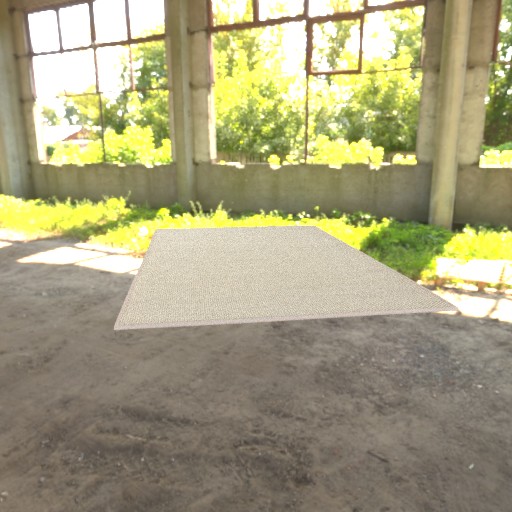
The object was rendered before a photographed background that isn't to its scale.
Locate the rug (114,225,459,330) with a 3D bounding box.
[{"bbox_3d":[0.000,0.000,2.133,1.067,0.013,1.676,-2,13,-8],"label":"rug"}]
